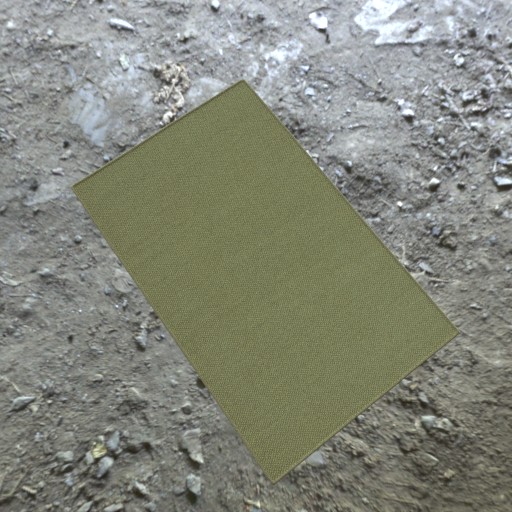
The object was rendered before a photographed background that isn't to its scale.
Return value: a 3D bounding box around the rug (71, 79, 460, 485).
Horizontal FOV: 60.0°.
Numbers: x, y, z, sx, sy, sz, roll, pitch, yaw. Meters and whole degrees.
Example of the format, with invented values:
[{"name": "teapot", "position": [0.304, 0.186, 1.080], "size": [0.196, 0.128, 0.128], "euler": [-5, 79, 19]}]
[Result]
[{"name": "rug", "position": [0.000, 0.000, 2.101], "size": [1.067, 0.013, 1.676], "euler": [-35, 77, -9]}]
